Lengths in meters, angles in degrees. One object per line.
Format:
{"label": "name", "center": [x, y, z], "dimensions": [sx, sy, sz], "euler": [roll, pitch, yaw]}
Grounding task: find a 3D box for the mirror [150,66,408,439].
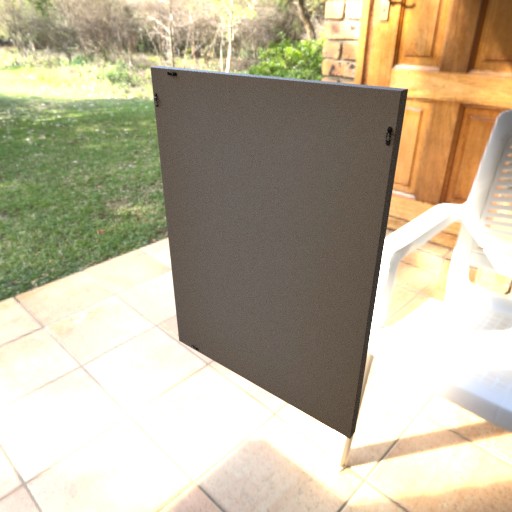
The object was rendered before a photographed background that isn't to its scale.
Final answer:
{"label": "mirror", "center": [0.000, 0.000, 1.342], "dimensions": [0.762, 1.016, 0.040], "euler": [21, 35, 33]}
